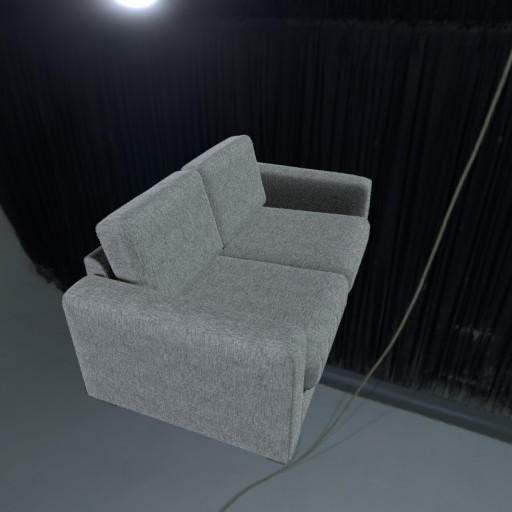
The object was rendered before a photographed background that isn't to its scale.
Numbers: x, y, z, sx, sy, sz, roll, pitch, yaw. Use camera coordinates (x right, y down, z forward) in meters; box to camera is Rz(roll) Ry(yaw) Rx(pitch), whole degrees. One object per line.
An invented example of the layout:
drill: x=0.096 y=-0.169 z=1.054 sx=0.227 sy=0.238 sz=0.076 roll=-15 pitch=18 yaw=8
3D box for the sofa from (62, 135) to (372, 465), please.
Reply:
sofa: x=0.000 y=0.000 z=2.075 sx=0.900 sy=0.800 sz=1.520 roll=11 pitch=33 yaw=18
